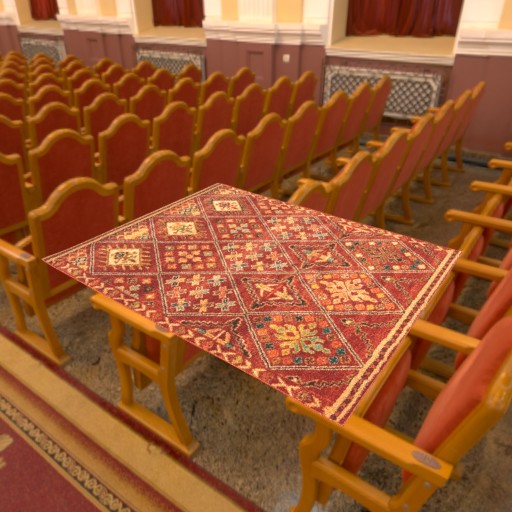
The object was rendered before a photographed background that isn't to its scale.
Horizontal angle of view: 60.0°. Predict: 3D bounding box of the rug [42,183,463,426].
[{"bbox_3d":[0.000,0.000,4.153,3.086,0.030,2.489,20,36,31],"label":"rug"}]
